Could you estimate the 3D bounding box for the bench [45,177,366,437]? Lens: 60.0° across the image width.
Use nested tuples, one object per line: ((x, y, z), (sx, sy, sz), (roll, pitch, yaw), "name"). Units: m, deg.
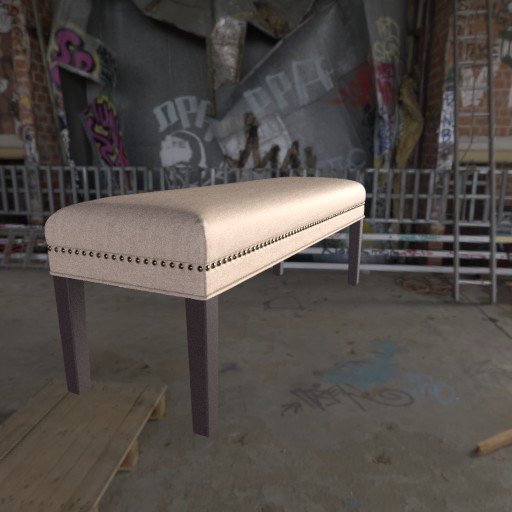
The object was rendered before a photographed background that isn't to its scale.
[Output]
((0.000, 0.000, 1.424), (0.410, 0.457, 1.219), (6, 14, 26), "bench")
